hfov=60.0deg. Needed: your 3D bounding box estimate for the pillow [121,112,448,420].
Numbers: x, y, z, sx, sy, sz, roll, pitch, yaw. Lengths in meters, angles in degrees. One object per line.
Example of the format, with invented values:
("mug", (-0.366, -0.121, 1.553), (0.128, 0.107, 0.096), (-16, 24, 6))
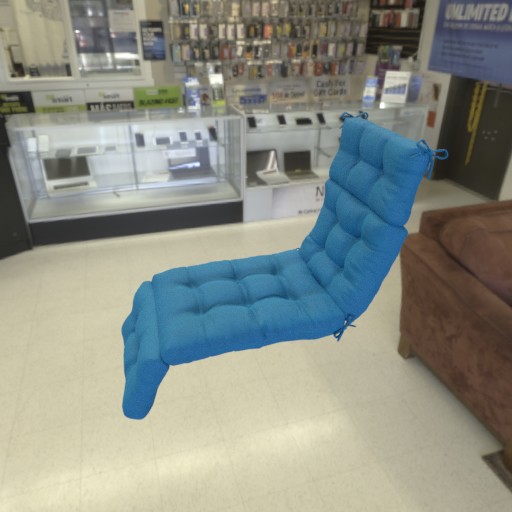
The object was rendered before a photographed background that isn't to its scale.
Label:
("pillow", (0.000, 0.000, 1.549), (1.016, 0.863, 0.526), (-8, 30, -13))
